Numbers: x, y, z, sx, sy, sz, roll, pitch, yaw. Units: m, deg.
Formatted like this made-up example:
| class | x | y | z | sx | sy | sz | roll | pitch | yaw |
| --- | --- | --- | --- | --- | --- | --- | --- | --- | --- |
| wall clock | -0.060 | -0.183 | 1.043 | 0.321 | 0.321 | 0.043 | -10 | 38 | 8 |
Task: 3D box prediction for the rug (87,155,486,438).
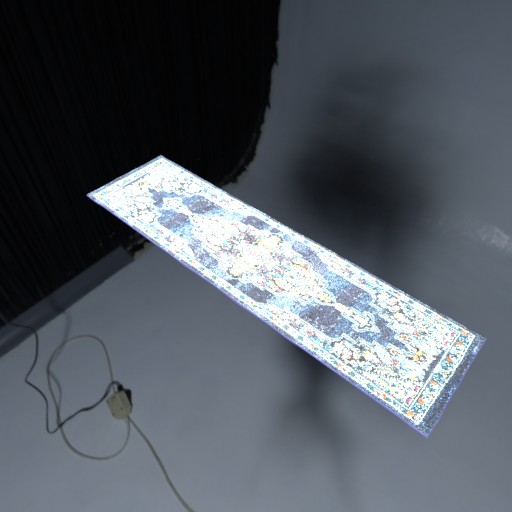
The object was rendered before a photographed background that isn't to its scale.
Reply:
| class | x | y | z | sx | sy | sz | roll | pitch | yaw |
| --- | --- | --- | --- | --- | --- | --- | --- | --- | --- |
| rug | 0.000 | 0.000 | 2.385 | 2.283 | 0.016 | 0.602 | 32 | 54 | 28 |
